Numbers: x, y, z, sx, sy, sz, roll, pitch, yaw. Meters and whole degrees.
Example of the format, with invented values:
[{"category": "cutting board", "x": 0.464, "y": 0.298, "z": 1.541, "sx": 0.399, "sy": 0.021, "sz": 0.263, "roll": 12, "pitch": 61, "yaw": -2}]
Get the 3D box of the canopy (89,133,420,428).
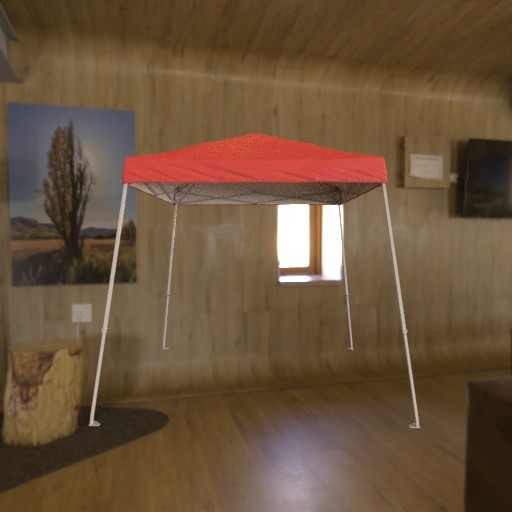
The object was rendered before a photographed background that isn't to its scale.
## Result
[{"category": "canopy", "x": 0.000, "y": 0.000, "z": 6.551, "sx": 3.600, "sy": 3.600, "sz": 3.599, "roll": 0, "pitch": 2, "yaw": 1}]
